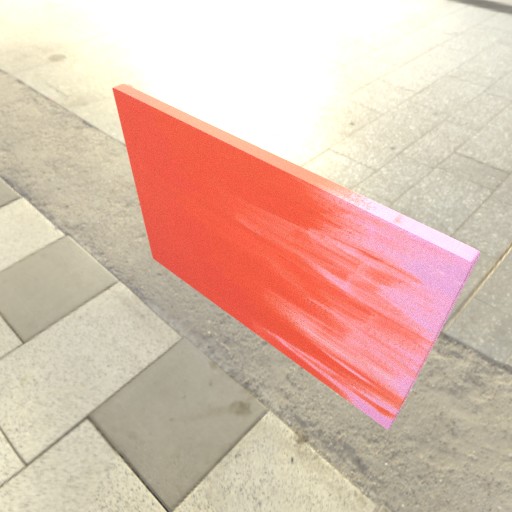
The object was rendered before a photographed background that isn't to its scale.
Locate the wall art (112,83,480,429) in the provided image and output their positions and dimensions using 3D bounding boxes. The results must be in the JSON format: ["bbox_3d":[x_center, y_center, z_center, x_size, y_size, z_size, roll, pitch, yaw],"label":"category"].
[{"bbox_3d":[0.000,0.000,1.113,0.913,0.609,0.040,32,54,27],"label":"wall art"}]
